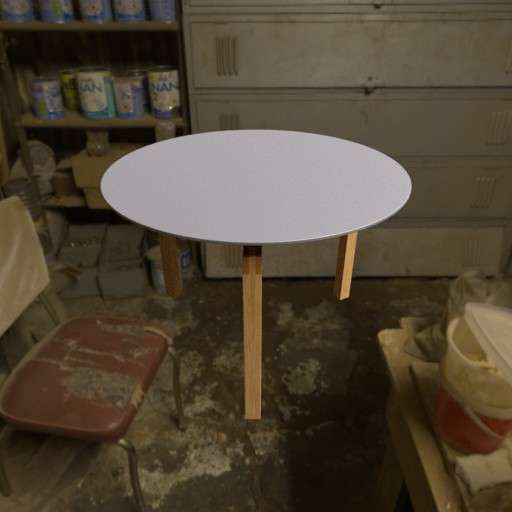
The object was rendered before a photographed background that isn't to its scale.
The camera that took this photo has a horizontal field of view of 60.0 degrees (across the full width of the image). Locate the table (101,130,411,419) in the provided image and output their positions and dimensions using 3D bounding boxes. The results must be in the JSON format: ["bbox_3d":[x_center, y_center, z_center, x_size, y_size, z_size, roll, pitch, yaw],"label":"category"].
[{"bbox_3d":[0.000,0.000,0.997,0.600,0.405,0.600,0,31,0],"label":"table"}]
